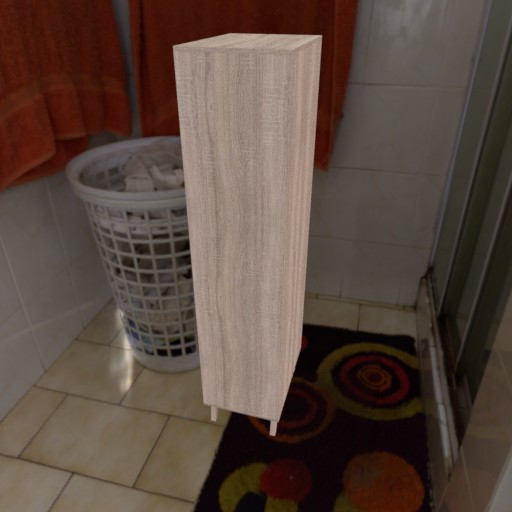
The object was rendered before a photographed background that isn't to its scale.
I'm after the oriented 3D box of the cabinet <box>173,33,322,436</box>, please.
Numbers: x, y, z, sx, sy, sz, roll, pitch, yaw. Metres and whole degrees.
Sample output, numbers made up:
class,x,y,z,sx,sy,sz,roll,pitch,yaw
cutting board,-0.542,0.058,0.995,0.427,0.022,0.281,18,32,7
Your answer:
class,x,y,z,sx,sy,sz,roll,pitch,yaw
cabinet,0.000,0.000,2.106,0.400,1.850,0.570,8,32,14
